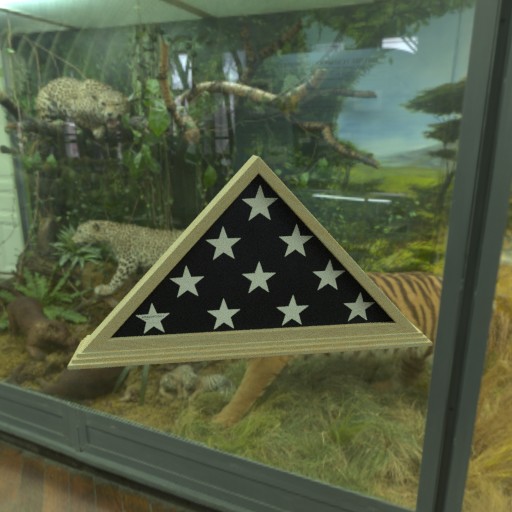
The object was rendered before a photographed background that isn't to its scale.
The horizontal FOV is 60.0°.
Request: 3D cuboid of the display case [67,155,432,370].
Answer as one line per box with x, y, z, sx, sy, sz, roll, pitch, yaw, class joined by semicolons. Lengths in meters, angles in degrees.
0.000;0.000;0.772;0.640;0.340;0.095;-2;16;-7;display case
